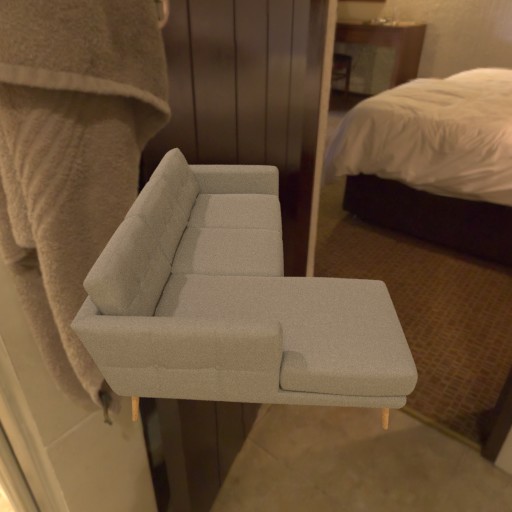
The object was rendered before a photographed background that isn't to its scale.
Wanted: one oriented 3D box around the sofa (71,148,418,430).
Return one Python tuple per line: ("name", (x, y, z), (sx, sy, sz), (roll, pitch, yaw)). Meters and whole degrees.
("sofa", (0.000, 0.000, 2.837), (1.530, 0.860, 2.040), (1, 32, 2))
